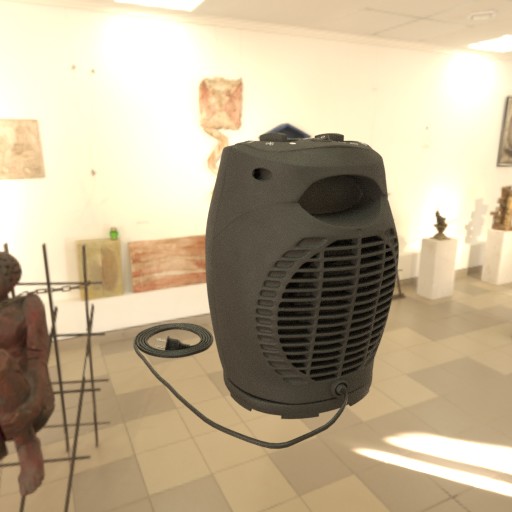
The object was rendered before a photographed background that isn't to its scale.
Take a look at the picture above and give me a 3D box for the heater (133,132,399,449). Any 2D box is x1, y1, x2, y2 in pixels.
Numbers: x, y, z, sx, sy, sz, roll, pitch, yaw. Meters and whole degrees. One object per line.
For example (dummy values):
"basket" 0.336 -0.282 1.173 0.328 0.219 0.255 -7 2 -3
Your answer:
"heater" 0.000 0.000 0.478 0.239 0.255 0.291 -7 16 -26
